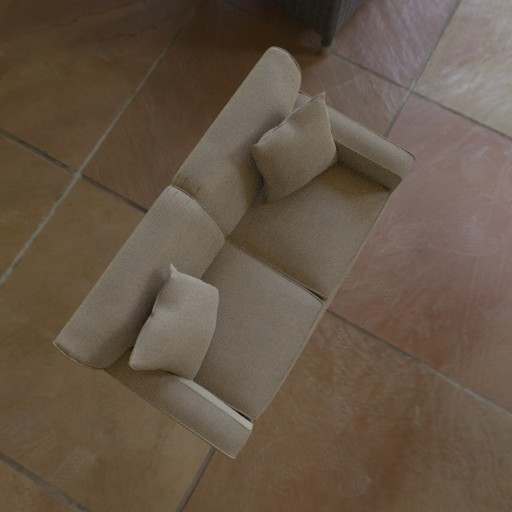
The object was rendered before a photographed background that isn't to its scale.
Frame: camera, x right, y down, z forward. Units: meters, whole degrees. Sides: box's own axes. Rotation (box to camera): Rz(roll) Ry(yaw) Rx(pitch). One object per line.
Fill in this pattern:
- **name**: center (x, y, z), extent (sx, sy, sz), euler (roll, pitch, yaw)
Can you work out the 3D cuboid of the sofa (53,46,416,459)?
- **sofa**: center (0.000, 0.000, 2.457), extent (0.998, 0.958, 1.846), euler (32, 79, 7)
